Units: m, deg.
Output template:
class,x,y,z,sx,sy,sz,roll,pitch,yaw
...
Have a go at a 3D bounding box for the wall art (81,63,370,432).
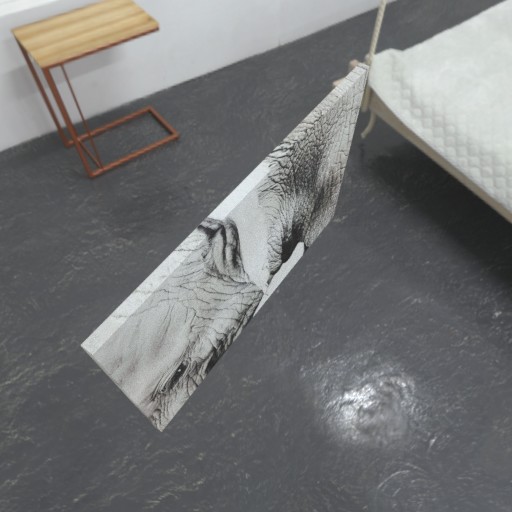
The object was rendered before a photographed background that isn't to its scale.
class,x,y,z,sx,sy,sz,roll,pitch,yaw
wall art,0.000,0.000,1.444,0.035,0.758,1.141,32,63,18
